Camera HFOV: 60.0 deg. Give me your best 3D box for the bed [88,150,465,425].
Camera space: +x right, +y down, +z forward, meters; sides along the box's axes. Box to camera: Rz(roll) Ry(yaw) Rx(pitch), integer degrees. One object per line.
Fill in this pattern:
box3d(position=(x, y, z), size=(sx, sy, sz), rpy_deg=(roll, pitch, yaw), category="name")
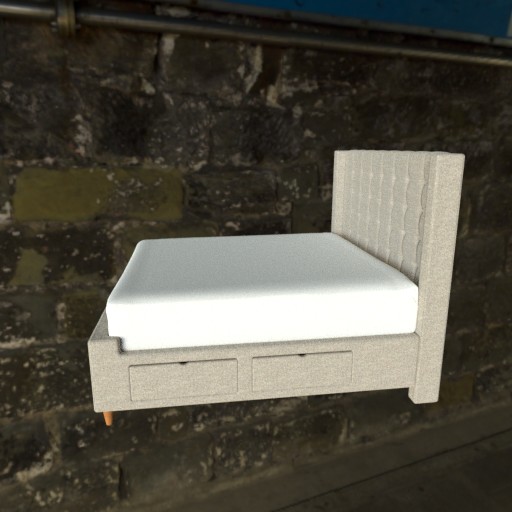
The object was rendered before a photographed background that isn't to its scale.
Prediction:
box3d(position=(0.000, 0.000, 3.779), size=(2.372, 1.748, 2.044), rpy_deg=(-2, 14, -8), category="bed")
